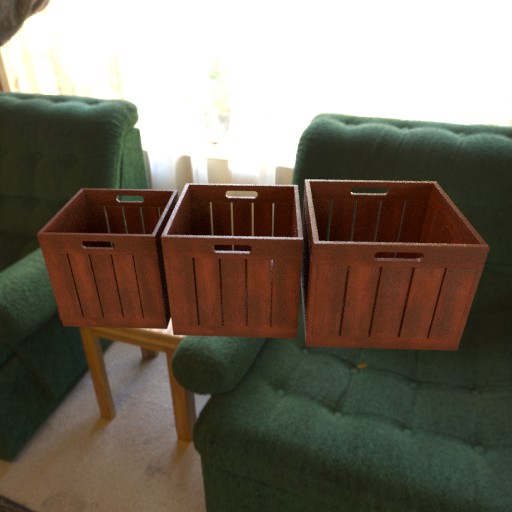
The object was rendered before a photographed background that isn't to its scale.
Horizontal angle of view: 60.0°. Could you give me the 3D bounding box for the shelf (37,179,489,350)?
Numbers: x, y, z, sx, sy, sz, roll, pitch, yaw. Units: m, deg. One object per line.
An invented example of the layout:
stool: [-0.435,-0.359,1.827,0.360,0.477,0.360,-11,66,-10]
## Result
shelf: [0.000,0.000,1.260,1.064,0.311,0.393,1,31,2]
